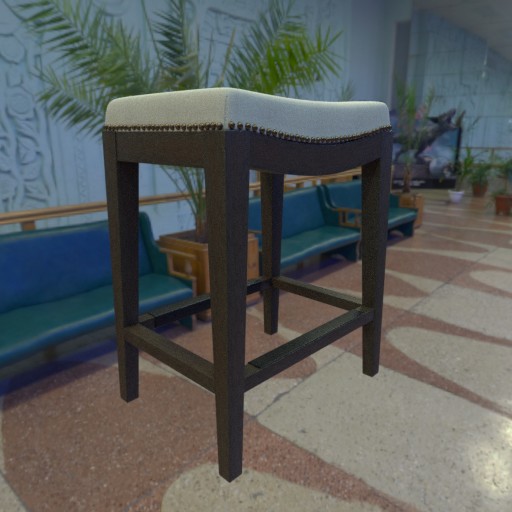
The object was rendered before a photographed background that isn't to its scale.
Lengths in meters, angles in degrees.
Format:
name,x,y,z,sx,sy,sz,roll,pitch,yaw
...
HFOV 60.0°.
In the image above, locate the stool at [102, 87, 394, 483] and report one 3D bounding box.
name,x,y,z,sx,sy,sz,roll,pitch,yaw
stool,0.000,0.000,0.959,0.361,0.642,0.500,15,21,42
